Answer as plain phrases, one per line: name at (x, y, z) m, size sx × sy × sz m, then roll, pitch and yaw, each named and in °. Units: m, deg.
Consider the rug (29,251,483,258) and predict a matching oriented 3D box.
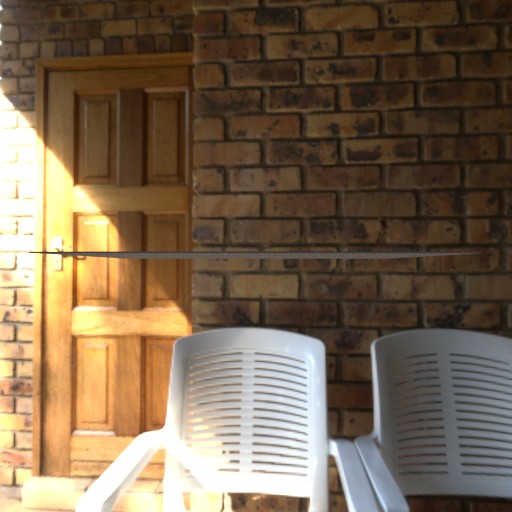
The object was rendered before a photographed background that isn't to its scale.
rug at (0.000, 0.000, 2.970) m, size 2.235 × 0.008 × 1.600 m, roll 0°, pitch -1°, yaw 0°
